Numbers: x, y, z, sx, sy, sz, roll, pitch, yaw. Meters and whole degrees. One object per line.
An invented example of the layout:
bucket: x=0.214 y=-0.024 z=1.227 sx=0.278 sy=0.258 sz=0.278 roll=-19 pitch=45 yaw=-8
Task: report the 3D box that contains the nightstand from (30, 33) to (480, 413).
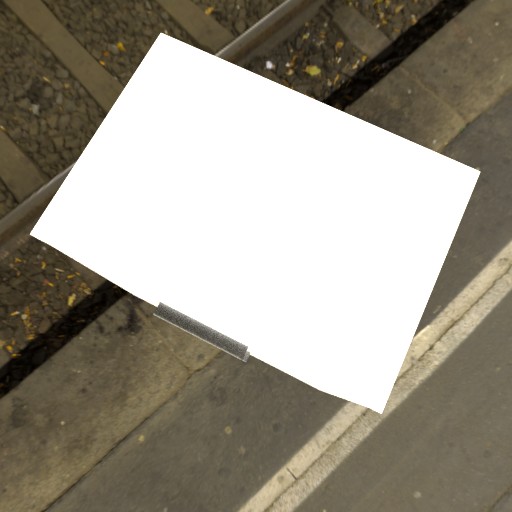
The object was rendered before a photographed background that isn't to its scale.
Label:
nightstand: x=0.000 y=0.000 z=0.746 sx=0.441 sy=0.460 sz=0.325 roll=26 pitch=77 yaw=6
